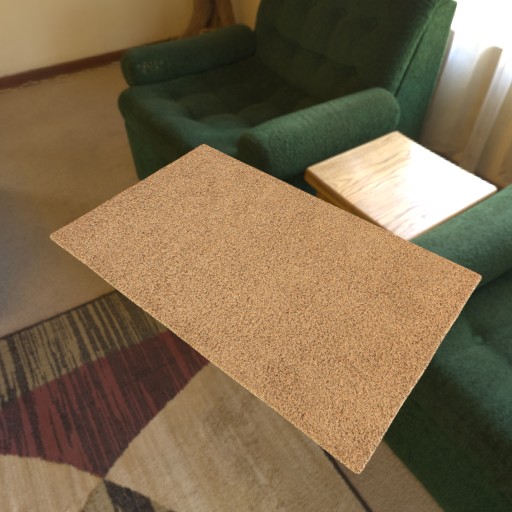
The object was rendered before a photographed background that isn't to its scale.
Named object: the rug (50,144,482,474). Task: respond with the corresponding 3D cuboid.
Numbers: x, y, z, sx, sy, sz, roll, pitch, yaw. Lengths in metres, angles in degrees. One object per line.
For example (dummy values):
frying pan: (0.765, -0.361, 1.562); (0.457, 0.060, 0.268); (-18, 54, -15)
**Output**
rug: (0.000, 0.000, 2.918); (2.438, 0.030, 1.524); (30, 53, 26)
